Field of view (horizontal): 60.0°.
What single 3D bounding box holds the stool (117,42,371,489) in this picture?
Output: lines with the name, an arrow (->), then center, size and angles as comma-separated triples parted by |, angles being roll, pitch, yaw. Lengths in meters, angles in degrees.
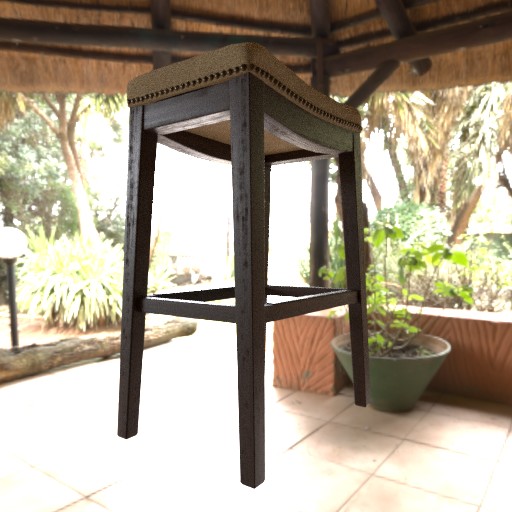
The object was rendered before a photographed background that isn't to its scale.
stool -> 0.000, 0.000, 1.038 | 0.363, 0.768, 0.509 | 0, 1, 36
